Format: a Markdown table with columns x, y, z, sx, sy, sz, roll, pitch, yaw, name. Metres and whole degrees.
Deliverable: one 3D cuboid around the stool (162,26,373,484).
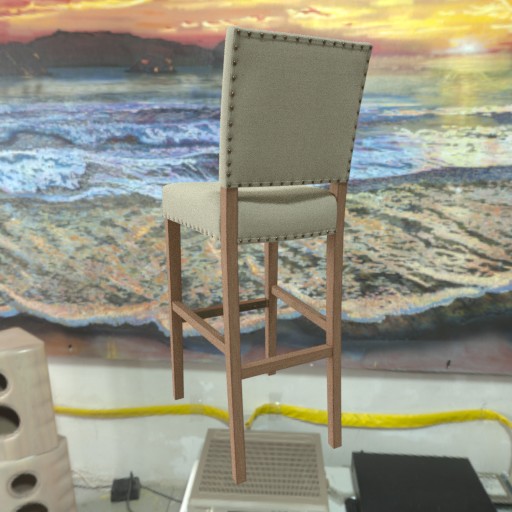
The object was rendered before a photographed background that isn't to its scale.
| x | y | z | sx | sy | sz | roll | pitch | yaw | name |
| --- | --- | --- | --- | --- | --- | --- | --- | --- | --- |
| 0.000 | 0.000 | 1.350 | 0.428 | 1.143 | 0.546 | -7 | 16 | -26 | stool |
